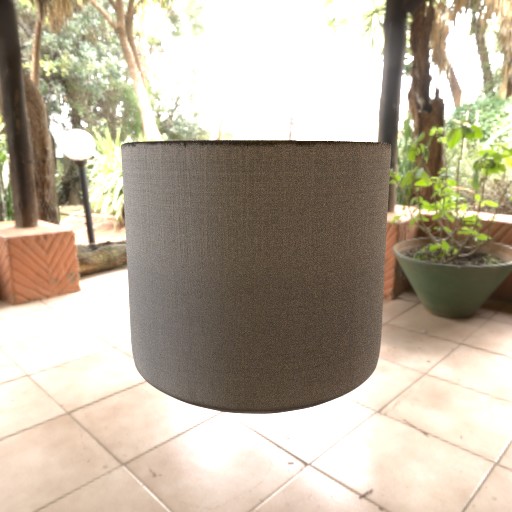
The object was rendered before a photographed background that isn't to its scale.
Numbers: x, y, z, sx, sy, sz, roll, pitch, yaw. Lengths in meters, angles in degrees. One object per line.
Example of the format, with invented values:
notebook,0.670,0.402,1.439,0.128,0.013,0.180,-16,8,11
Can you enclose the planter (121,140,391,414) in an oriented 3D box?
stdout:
planter,0.000,0.000,0.449,0.254,0.221,0.254,0,13,0
